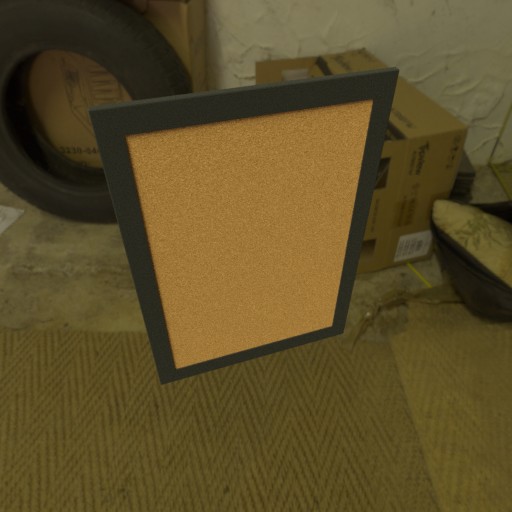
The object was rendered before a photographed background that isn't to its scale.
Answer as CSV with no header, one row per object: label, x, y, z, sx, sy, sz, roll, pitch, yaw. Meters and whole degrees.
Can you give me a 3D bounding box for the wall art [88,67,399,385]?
wall art,0.000,0.000,0.689,0.374,0.529,0.012,-13,44,-14
